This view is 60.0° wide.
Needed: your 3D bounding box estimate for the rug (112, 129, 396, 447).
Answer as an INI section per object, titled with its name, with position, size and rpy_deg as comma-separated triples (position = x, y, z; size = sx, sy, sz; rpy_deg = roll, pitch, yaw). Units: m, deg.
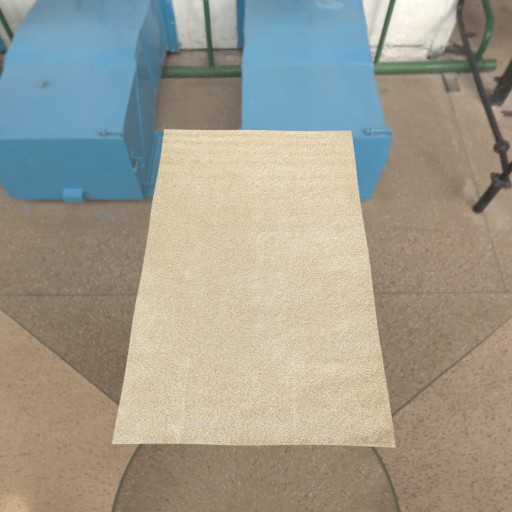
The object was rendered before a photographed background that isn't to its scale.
[rug]
position = 0.000, 0.000, 2.953
size = 1.500, 0.025, 2.346
rpy_deg = 1, 59, 0
